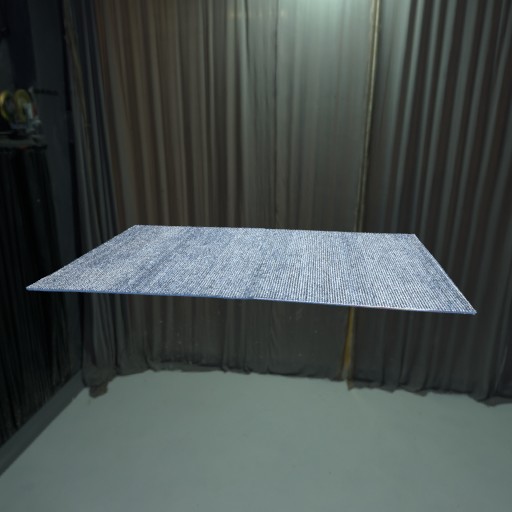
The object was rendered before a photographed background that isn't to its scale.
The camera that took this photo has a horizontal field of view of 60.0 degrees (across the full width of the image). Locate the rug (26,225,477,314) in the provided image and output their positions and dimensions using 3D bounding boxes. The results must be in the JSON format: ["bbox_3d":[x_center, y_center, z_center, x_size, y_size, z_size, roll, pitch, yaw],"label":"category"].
[{"bbox_3d":[0.000,0.000,2.275,1.793,0.025,1.159,2,17,8],"label":"rug"}]
